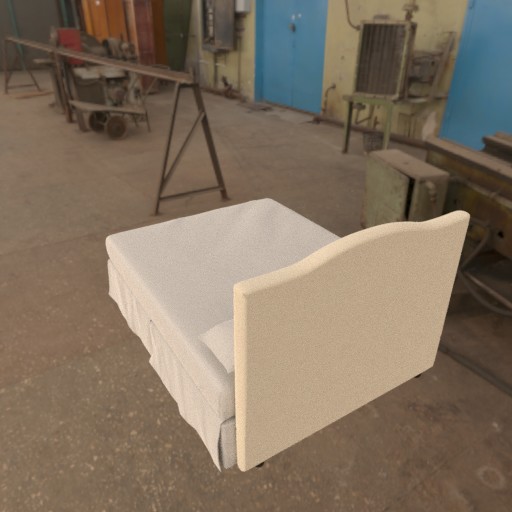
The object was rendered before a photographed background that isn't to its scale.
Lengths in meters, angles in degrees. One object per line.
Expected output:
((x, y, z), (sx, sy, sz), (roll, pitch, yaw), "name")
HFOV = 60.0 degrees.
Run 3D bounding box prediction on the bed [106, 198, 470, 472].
((0.000, 0.000, 3.646), (1.977, 1.437, 2.477), (-17, 33, -28), "bed")
